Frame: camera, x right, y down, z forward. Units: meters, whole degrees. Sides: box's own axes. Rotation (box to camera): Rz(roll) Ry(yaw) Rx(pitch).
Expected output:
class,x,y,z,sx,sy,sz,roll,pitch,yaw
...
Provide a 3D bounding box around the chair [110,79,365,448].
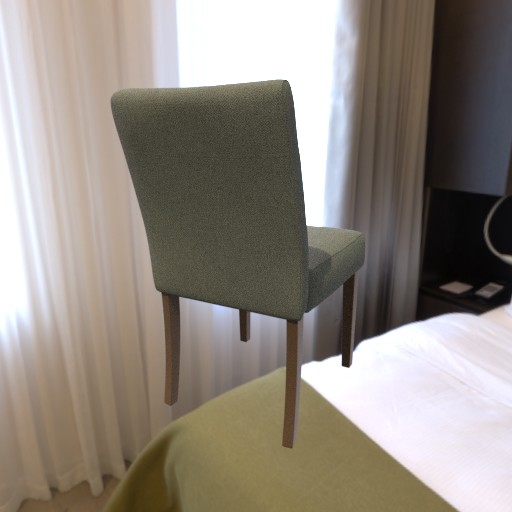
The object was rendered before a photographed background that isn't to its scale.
class,x,y,z,sx,sy,sz,roll,pitch,yaw
chair,0.000,0.000,1.273,0.487,0.882,0.629,8,18,27
